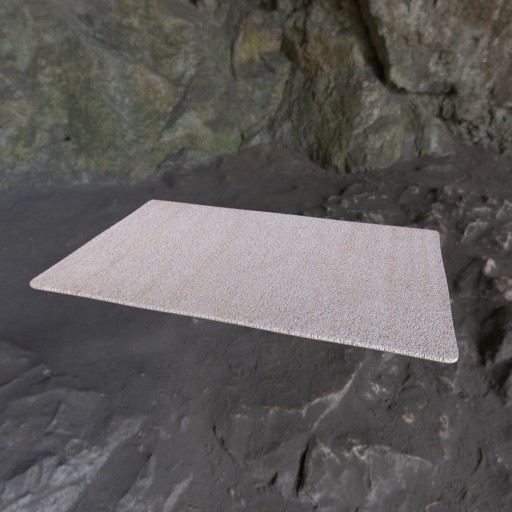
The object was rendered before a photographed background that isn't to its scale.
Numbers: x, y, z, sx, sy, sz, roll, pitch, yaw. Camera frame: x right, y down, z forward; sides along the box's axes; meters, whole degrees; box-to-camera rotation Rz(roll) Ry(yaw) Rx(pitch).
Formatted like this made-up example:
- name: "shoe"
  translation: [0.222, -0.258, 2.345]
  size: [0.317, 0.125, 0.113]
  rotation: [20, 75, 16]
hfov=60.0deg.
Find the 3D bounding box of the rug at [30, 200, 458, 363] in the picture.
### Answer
- name: "rug"
  translation: [0.000, 0.000, 2.919]
  size: [2.349, 0.026, 1.500]
  rotation: [8, 28, 15]
